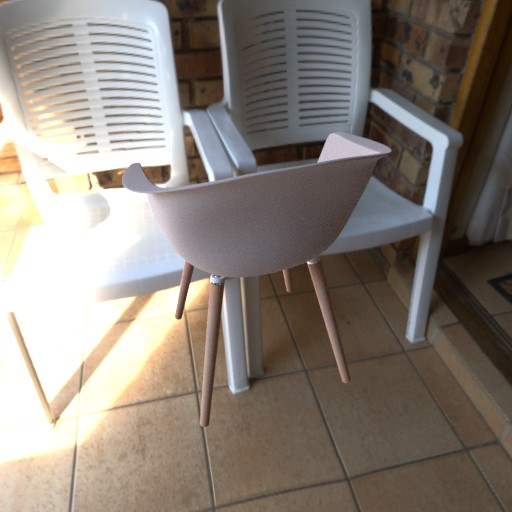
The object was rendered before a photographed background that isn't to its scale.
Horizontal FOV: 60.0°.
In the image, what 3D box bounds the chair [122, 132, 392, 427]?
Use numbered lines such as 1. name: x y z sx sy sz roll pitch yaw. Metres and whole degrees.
1. chair: 0.000 0.000 1.180 0.593 0.781 0.504 -12 41 -15
